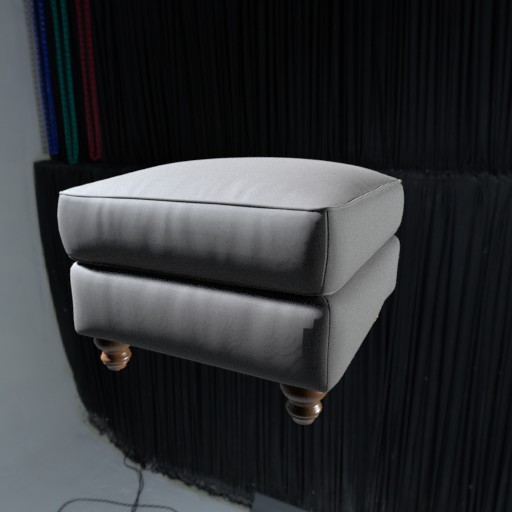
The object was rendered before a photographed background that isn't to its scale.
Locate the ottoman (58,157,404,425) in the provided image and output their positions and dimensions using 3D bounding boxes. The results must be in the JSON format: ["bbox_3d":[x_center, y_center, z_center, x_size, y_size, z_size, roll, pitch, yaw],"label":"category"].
[{"bbox_3d":[0.000,0.000,1.168,0.662,0.505,0.721,7,16,26],"label":"ottoman"}]
